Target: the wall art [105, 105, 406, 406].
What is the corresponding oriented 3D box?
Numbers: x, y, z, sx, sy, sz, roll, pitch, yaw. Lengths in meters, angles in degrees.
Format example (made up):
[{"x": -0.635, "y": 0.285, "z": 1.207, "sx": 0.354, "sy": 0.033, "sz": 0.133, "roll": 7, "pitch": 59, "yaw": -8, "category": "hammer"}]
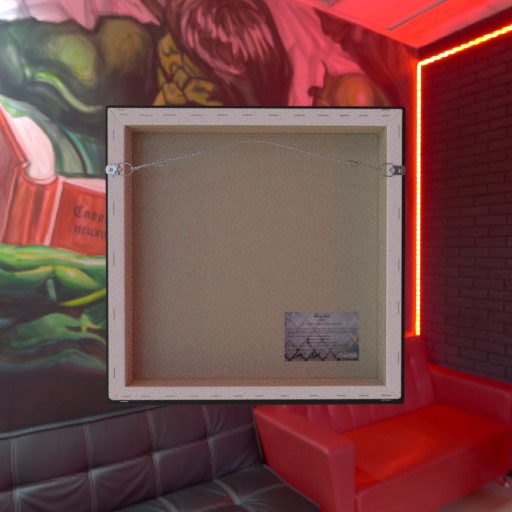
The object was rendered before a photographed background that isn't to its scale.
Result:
[{"x": 0.000, "y": 0.000, "z": 0.615, "sx": 0.406, "sy": 0.407, "sz": 0.041, "roll": 0, "pitch": 1, "yaw": -1, "category": "wall art"}]
